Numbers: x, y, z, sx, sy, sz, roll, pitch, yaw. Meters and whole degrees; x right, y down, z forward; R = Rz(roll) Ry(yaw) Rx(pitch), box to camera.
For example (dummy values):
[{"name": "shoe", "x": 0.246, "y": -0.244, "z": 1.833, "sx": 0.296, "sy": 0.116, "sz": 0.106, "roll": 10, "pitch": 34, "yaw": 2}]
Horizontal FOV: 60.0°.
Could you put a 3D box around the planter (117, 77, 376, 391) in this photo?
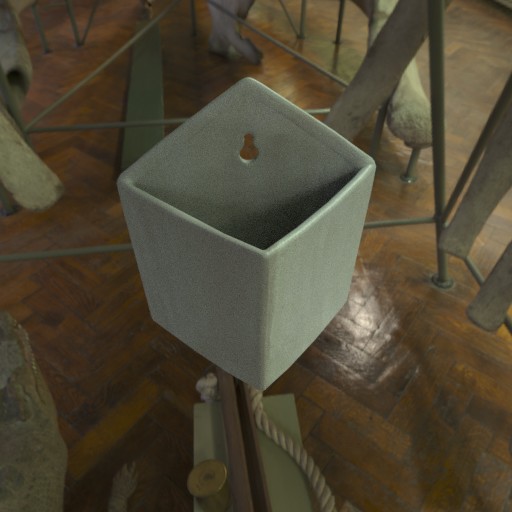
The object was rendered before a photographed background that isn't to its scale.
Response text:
[{"name": "planter", "x": 0.000, "y": 0.000, "z": 0.277, "sx": 0.163, "sy": 0.194, "sz": 0.080, "roll": -5, "pitch": 45, "yaw": -5}]
